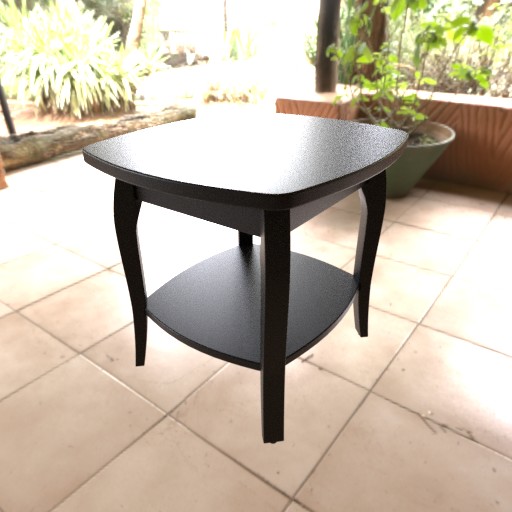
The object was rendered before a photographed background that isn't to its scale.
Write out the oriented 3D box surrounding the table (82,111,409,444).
[{"bbox_3d":[0.000,0.000,0.876,0.457,0.457,0.508,18,33,31],"label":"table"}]
